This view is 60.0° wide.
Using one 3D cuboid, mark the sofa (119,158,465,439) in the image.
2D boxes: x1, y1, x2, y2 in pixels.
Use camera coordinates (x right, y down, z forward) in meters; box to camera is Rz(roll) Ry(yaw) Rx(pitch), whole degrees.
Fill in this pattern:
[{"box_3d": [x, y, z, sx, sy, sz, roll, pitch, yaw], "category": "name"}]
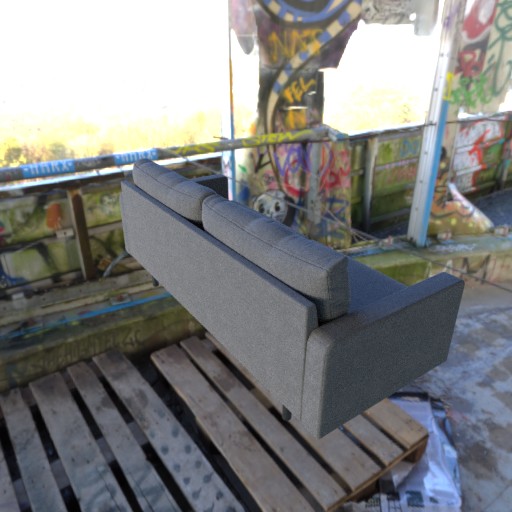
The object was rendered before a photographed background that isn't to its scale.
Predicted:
[{"box_3d": [0.000, 0.000, 2.600, 0.880, 0.880, 2.100, -17, 31, -31], "category": "sofa"}]
